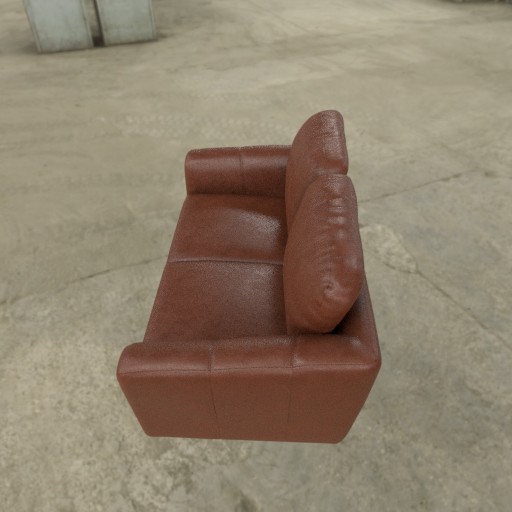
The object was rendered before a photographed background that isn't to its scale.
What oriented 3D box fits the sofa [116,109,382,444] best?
[{"bbox_3d":[0.000,0.000,1.902,0.805,0.906,1.406,2,41,2],"label":"sofa"}]
